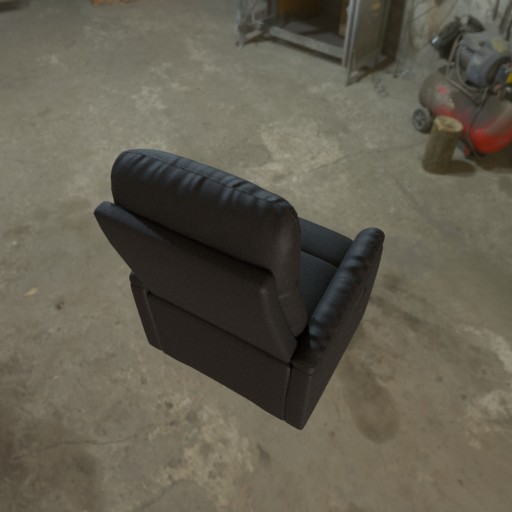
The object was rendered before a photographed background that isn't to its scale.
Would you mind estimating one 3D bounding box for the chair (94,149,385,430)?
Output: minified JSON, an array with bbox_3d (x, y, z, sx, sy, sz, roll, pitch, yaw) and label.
[{"bbox_3d":[0.000,0.000,1.635,0.775,1.082,0.831,23,51,21],"label":"chair"}]
